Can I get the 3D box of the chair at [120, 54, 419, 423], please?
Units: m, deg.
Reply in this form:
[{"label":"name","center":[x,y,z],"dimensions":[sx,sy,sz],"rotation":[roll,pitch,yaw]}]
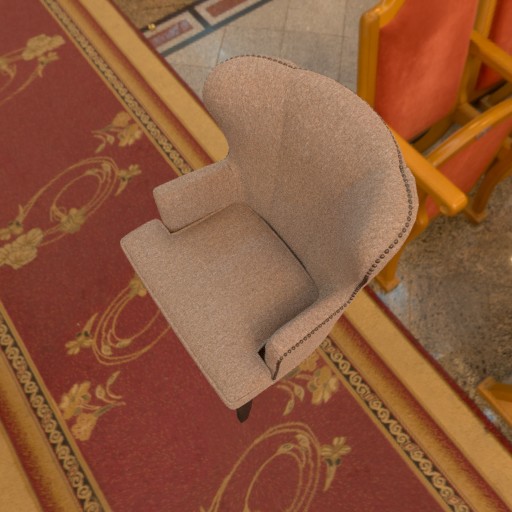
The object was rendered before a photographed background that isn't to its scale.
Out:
[{"label":"chair","center":[0.000,0.000,1.579],"dimensions":[0.758,1.060,0.759],"rotation":[-33,69,-15]}]
